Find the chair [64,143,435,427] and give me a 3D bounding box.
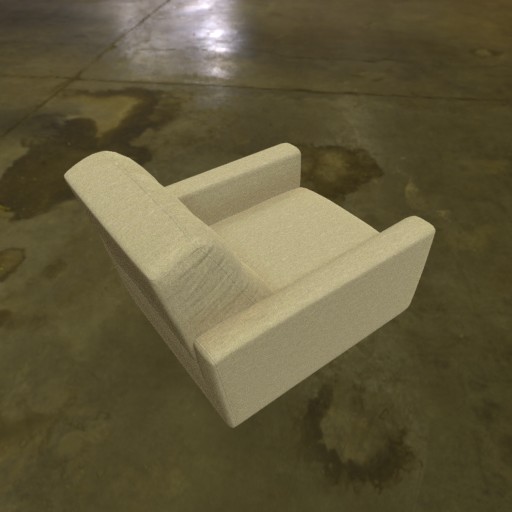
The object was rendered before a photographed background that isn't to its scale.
[{"bbox_3d":[0.000,0.000,1.813,1.128,0.965,0.897,-26,47,-27],"label":"chair"}]
